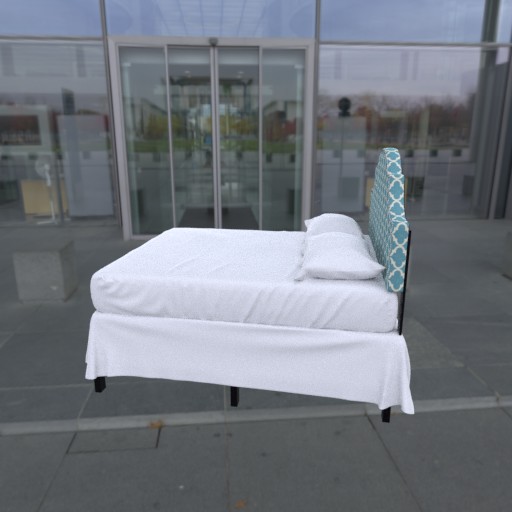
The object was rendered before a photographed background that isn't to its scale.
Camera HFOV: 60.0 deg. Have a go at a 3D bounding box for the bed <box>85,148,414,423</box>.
[{"bbox_3d":[0.000,0.000,3.425,2.222,1.633,1.780,3,16,10],"label":"bed"}]
